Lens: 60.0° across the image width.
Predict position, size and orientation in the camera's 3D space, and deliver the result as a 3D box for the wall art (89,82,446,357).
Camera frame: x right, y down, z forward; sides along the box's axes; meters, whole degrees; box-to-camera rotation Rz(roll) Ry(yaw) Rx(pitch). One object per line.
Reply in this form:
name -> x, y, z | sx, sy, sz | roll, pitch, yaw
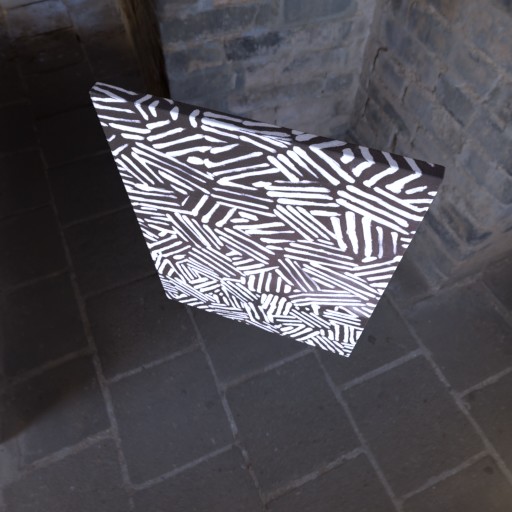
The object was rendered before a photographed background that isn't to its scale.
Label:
wall art -> 0.000, 0.000, 1.344 | 0.765, 1.017, 0.038 | 17, 60, 10
